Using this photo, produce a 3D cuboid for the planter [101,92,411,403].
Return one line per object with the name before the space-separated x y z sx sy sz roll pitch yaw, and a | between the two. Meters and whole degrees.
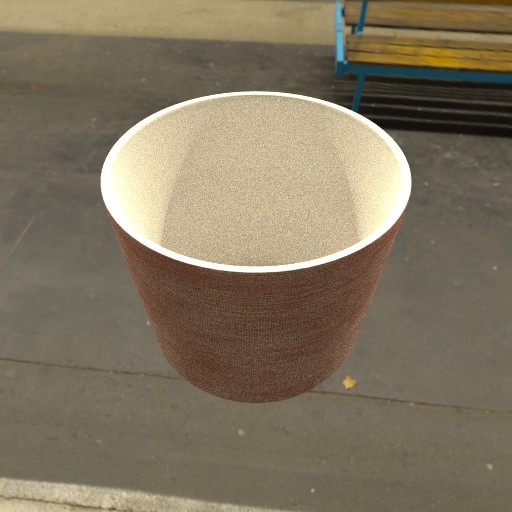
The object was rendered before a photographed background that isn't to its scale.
planter | 0.000 0.000 0.786 0.440 0.398 0.440 0 46 0
